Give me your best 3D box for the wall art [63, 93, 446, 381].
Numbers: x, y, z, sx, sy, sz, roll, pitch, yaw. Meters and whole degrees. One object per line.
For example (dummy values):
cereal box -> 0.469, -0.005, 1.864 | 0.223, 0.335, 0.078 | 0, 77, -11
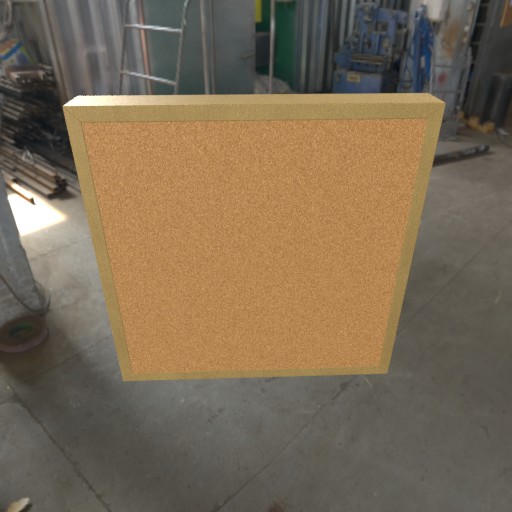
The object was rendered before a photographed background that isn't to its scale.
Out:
wall art -> 0.000, 0.000, 0.447 | 0.305, 0.305, 0.038 | -1, 31, -2
